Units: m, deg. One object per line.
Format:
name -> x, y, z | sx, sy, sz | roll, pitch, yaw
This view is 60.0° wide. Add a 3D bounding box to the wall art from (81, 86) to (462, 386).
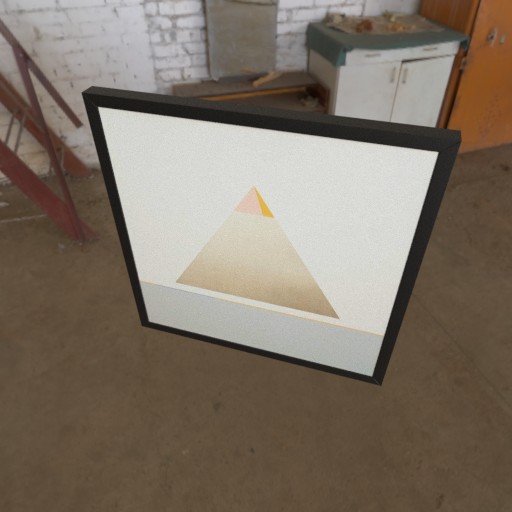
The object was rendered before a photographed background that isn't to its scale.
wall art -> 0.000, 0.000, 0.753 | 0.513, 0.511, 0.028 | 11, 42, 13
